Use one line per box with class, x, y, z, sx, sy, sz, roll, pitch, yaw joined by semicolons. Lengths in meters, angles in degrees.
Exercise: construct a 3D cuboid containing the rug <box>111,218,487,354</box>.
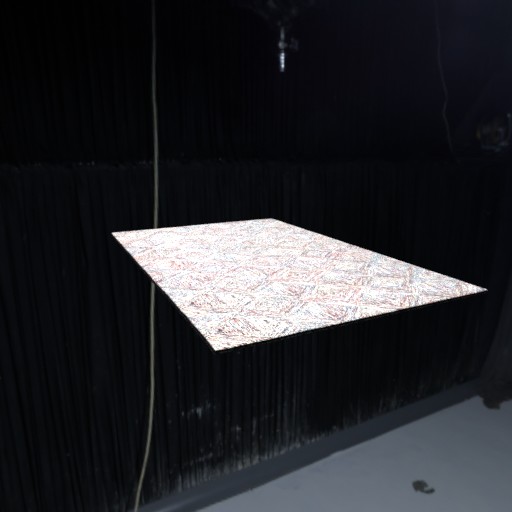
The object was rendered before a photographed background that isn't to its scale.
rug;0.000;0.000;2.236;1.143;0.014;1.761;-7;17;-26
